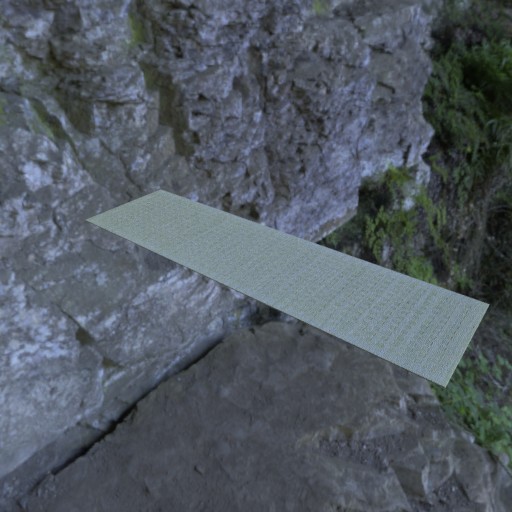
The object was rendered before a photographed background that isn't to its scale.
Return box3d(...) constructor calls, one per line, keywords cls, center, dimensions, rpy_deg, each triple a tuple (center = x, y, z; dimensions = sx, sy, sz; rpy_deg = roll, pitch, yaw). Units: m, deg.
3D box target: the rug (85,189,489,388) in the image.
box3d(cls="rug", center=(0.000, 0.000, 2.638), dimensions=(2.437, 0.006, 0.686), rpy_deg=(22, 37, 32))
